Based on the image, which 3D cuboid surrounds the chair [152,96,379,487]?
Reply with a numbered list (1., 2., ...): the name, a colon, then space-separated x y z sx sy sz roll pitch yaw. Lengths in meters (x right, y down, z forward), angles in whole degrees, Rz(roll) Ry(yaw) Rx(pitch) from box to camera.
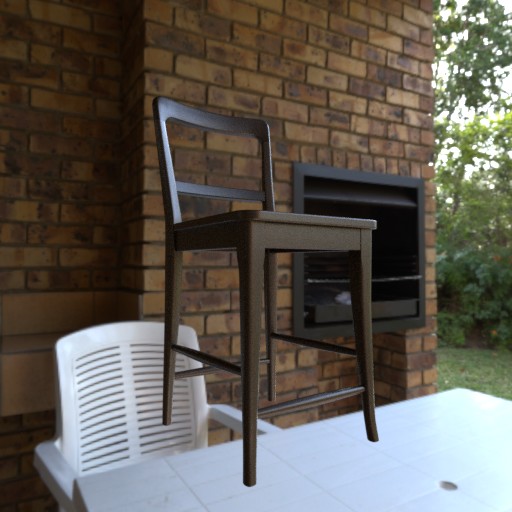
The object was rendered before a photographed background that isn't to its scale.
1. chair: 0.000 0.000 1.281 0.450 0.991 0.546 1 -1 -36
